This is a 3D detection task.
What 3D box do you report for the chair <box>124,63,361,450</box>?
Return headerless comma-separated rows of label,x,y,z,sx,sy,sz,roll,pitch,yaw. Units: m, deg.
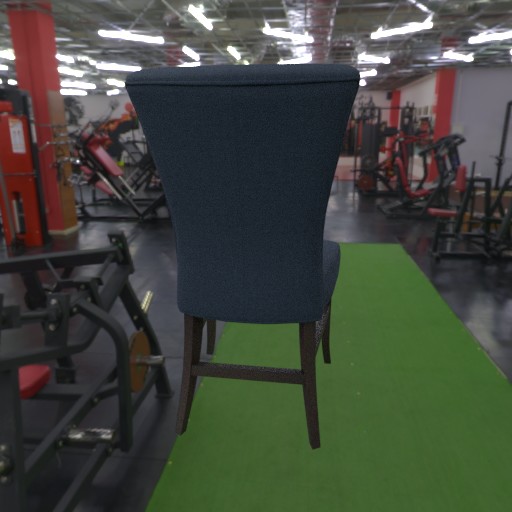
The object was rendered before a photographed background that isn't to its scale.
chair,0.000,0.000,1.326,0.520,0.991,0.660,2,16,9
